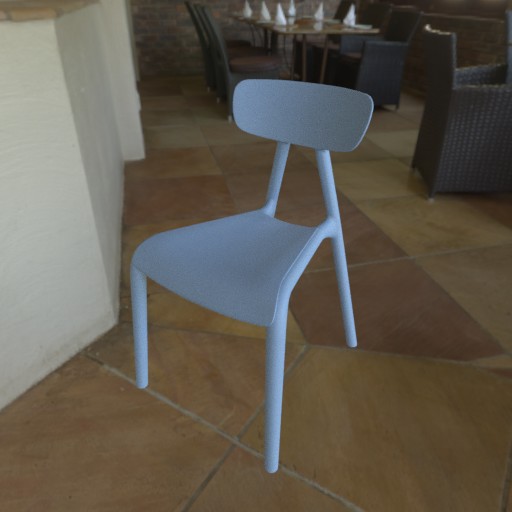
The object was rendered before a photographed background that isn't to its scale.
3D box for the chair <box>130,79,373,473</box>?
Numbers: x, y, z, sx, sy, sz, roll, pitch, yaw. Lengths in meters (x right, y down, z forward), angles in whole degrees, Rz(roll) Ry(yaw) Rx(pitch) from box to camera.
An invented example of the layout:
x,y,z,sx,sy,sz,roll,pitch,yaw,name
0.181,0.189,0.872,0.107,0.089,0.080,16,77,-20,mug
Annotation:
x,y,z,sx,sy,sz,roll,pitch,yaw,name
0.000,0.000,0.854,0.356,0.580,0.401,20,36,30,chair
